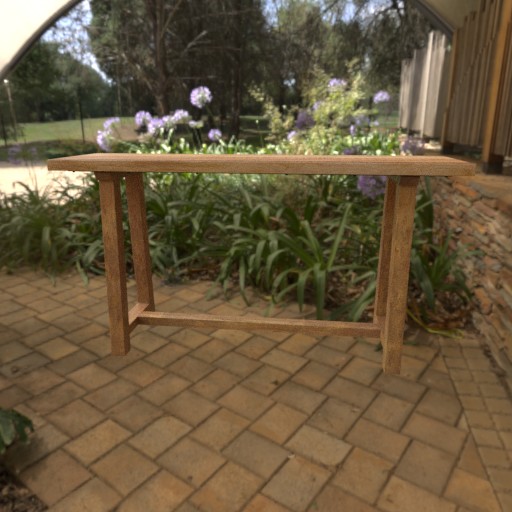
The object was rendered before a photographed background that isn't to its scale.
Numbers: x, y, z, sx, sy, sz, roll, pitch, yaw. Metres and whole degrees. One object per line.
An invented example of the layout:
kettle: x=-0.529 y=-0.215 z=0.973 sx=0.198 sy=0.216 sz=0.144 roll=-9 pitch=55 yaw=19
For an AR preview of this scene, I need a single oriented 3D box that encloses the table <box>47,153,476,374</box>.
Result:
table: x=0.000 y=0.000 z=1.868 sx=1.524 sy=0.810 sz=0.405 roll=2 pitch=17 yaw=7
